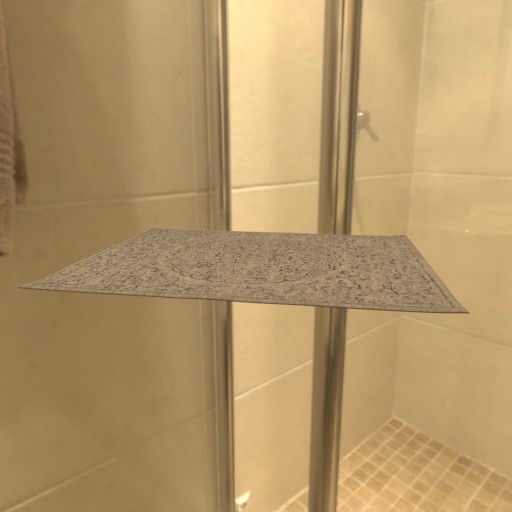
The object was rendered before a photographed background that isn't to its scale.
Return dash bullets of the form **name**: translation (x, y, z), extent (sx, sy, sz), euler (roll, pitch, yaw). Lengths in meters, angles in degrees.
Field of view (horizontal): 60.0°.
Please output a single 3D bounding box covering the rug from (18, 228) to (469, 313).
- **rug**: translation (0.000, 0.000, 3.929), extent (2.925, 0.026, 2.343), euler (2, 14, 9)
